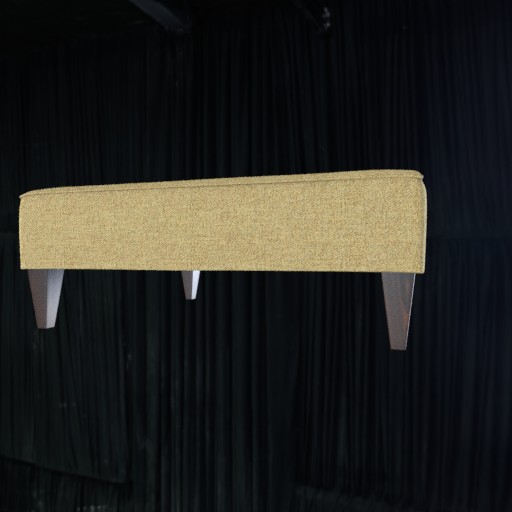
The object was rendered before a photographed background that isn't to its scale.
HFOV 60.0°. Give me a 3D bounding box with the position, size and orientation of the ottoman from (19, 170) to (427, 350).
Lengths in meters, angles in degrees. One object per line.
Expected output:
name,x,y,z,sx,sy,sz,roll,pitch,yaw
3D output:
ottoman,0.000,0.000,1.435,0.981,0.378,0.970,0,0,18
